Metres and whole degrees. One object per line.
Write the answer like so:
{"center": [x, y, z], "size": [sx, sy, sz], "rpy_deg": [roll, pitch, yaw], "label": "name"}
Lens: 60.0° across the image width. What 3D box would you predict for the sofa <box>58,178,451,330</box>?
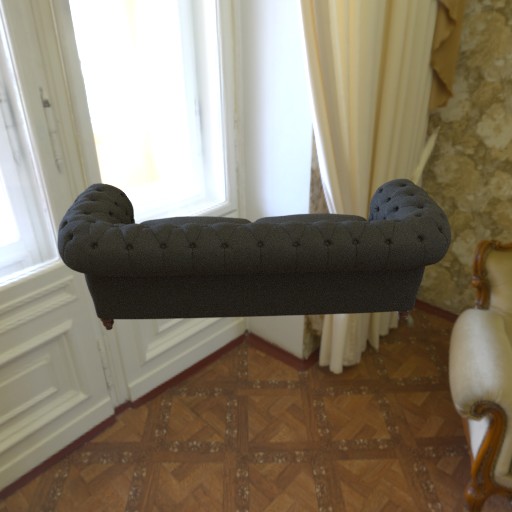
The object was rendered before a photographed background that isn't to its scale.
{"center": [0.000, 0.000, 2.852], "size": [2.362, 0.762, 0.991], "rpy_deg": [-1, 28, -2], "label": "sofa"}
